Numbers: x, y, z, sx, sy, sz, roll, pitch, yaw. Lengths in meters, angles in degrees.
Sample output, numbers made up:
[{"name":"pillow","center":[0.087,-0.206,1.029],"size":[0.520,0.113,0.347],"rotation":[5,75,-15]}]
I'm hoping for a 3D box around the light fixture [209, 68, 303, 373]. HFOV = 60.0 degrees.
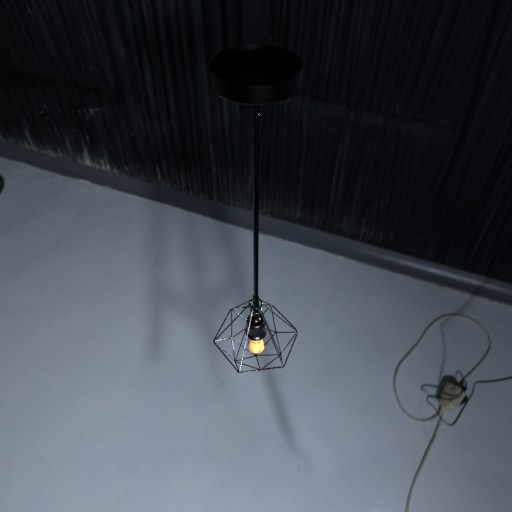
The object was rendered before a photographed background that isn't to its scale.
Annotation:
[{"name":"light fixture","center":[0.000,0.000,2.029],"size":[0.431,1.764,0.487],"rotation":[17,49,15]}]
